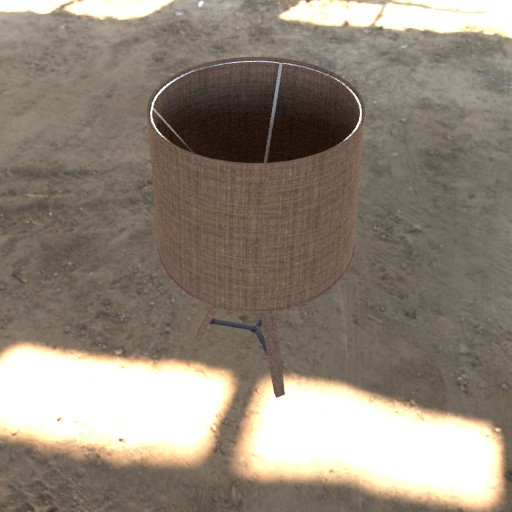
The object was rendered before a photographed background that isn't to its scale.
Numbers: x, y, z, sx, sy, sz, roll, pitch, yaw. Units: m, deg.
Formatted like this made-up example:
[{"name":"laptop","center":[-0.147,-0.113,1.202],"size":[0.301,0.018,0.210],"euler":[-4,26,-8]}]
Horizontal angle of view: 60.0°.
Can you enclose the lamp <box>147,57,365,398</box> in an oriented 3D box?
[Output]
[{"name":"lamp","center":[0.000,0.000,0.695],"size":[0.290,0.514,0.290],"euler":[0,46,0]}]
